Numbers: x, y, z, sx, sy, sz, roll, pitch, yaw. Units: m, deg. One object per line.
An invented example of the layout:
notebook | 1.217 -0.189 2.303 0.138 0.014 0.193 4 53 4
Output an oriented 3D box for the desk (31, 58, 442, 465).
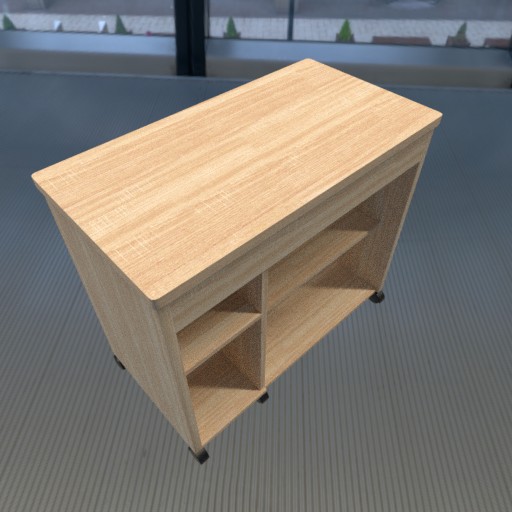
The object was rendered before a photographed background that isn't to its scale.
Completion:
desk | 0.000 0.000 1.317 0.884 0.770 0.480 -34 55 -28
